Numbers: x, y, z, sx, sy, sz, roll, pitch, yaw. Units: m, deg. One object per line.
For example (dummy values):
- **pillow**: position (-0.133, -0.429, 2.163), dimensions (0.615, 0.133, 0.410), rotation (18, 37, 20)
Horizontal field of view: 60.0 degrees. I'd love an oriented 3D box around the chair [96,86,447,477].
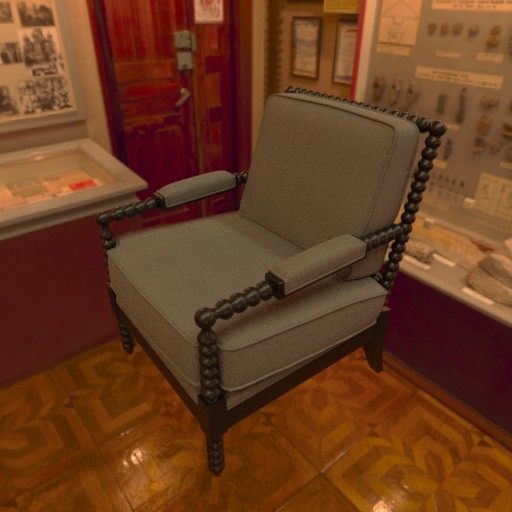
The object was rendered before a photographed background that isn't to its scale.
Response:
- **chair**: position (0.000, 0.000, 1.077), dimensions (0.622, 0.661, 0.540), rotation (-21, 37, -31)
